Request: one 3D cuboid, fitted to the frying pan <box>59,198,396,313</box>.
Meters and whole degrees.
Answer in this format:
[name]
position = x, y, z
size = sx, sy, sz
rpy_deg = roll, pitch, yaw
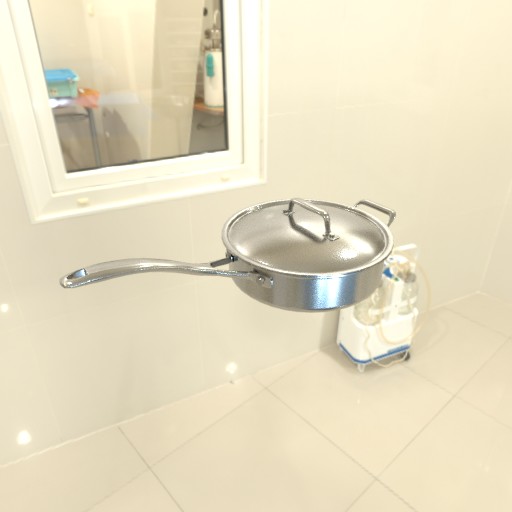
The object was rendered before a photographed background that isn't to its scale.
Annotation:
[frying pan]
position = 0.000, 0.000, 0.602
size = 0.492, 0.111, 0.245
rpy_deg = -19, 35, -30
